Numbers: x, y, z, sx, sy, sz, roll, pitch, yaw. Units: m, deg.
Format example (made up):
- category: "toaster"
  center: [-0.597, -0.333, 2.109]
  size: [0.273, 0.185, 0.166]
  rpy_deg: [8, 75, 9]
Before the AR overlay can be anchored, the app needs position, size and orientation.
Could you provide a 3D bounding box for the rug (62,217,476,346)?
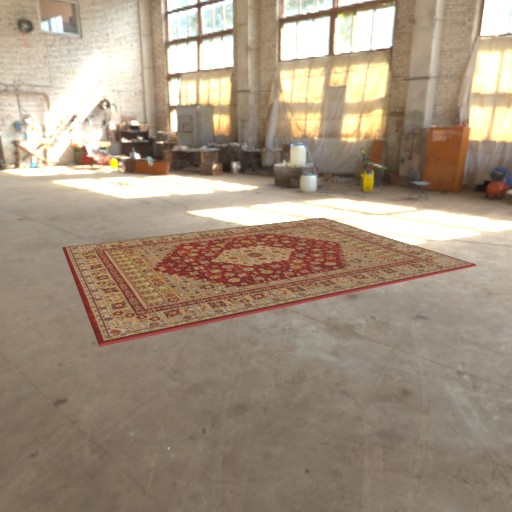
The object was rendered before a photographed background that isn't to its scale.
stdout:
- category: "rug"
  center: [0.000, 0.000, 2.898]
  size: [2.211, 0.013, 1.593]
  rpy_deg: [-9, 19, -26]
